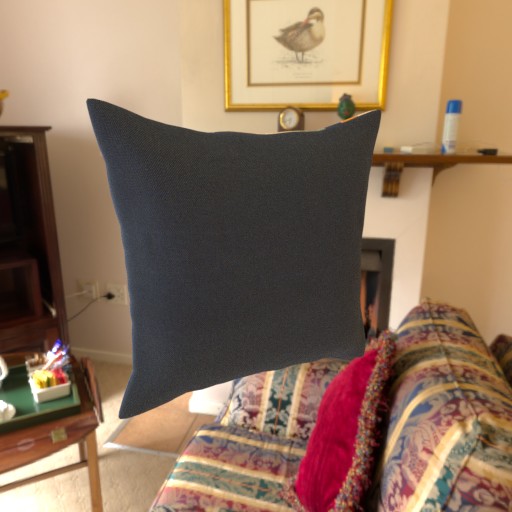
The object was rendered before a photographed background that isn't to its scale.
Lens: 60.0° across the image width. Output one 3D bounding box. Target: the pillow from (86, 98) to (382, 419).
[{"bbox_3d":[0.000,0.000,0.700,0.463,0.454,0.173,-7,17,-25],"label":"pillow"}]
